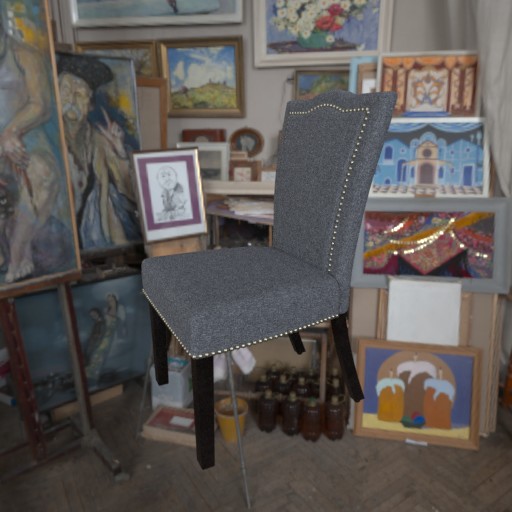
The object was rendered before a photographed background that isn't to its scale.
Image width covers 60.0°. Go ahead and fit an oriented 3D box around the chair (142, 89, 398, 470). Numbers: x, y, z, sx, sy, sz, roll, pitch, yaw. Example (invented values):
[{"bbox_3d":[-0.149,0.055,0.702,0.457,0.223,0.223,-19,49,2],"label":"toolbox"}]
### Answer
[{"bbox_3d":[0.000,0.000,1.315,0.589,0.946,0.518,-8,18,-25],"label":"chair"}]
